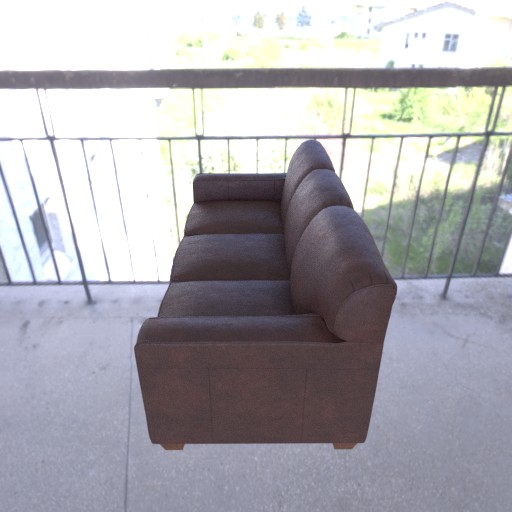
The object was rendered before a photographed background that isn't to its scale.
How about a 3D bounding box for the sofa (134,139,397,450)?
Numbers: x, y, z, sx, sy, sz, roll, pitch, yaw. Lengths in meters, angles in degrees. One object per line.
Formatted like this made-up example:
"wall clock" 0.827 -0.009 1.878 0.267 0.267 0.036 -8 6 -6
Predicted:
"sofa" 0.000 0.000 2.616 1.008 0.953 2.039 0 29 0
